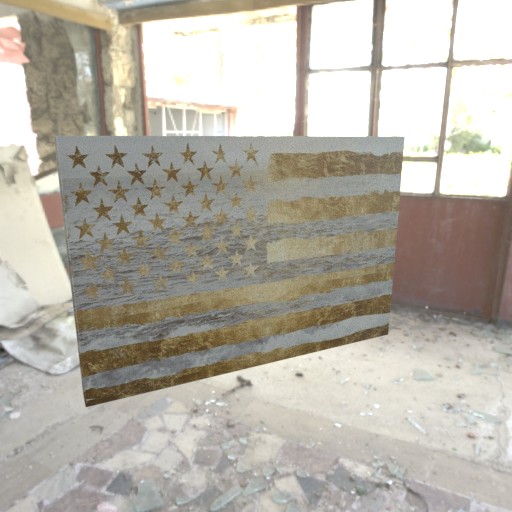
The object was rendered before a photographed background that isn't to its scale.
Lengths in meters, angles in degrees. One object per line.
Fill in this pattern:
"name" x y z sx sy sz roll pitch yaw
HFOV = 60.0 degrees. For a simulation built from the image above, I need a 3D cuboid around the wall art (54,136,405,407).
"wall art" 0.000 0.000 0.779 0.606 0.407 0.041 -7 17 -25
